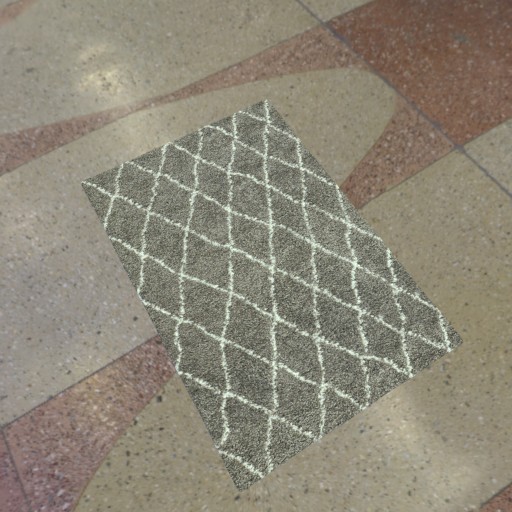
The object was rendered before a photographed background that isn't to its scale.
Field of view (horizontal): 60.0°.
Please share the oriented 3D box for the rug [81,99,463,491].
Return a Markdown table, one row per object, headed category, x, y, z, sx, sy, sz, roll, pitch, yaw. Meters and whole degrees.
| category | x | y | z | sx | sy | sz | roll | pitch | yaw |
| --- | --- | --- | --- | --- | --- | --- | --- | --- | --- |
| rug | 0.000 | 0.000 | 2.276 | 1.219 | 0.030 | 1.778 | -28 | 68 | -13 |
